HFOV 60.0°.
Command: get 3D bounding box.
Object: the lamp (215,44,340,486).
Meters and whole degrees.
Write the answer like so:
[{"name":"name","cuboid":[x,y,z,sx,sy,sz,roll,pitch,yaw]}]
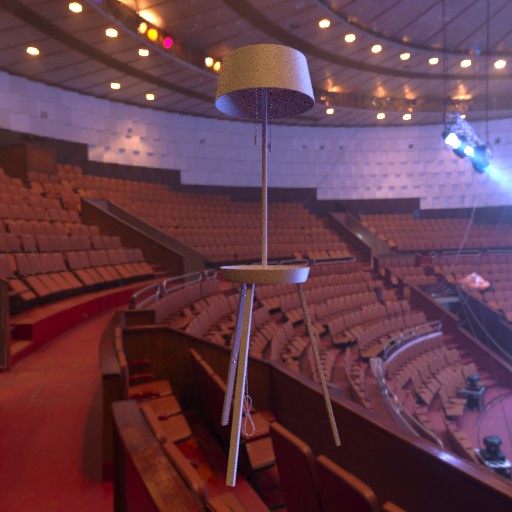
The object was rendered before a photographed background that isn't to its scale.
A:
[{"name":"lamp","cuboid":[0.000,0.000,1.671,0.508,1.429,0.468,-1,1,-37]}]
